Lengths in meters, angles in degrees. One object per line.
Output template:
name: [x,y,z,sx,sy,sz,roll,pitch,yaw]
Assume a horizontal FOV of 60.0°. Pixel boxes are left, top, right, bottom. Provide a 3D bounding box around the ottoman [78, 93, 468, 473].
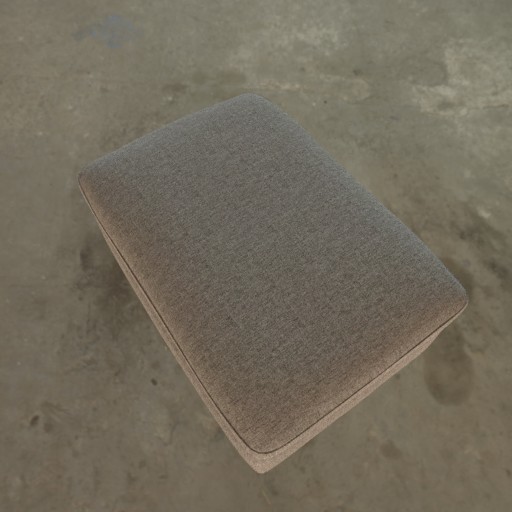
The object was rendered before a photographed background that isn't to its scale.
ottoman: [0.000,0.000,1.319,0.694,0.451,0.977,-31,63,-17]
